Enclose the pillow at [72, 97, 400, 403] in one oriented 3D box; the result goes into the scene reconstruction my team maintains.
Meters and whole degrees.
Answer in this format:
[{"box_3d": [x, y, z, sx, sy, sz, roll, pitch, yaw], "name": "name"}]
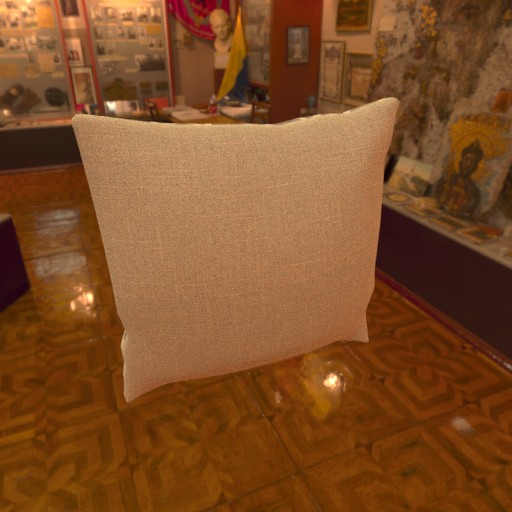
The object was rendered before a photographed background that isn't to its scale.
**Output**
[{"box_3d": [0.000, 0.000, 0.761, 0.508, 0.498, 0.215, -10, 28, -19], "name": "pillow"}]
